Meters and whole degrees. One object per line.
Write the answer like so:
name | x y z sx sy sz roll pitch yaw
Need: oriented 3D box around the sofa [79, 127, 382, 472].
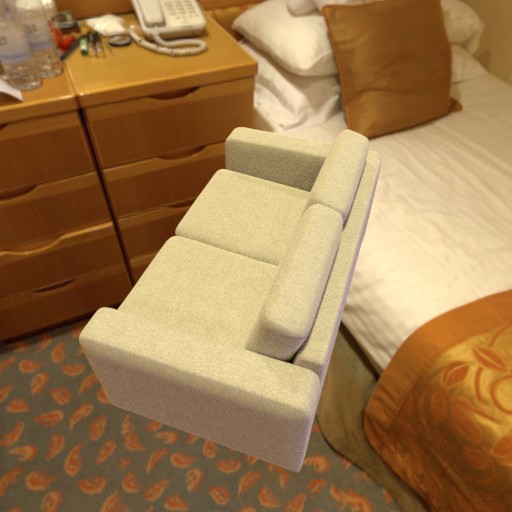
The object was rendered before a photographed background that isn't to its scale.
sofa | 0.000 0.000 2.085 0.900 0.800 1.540 14 47 14
